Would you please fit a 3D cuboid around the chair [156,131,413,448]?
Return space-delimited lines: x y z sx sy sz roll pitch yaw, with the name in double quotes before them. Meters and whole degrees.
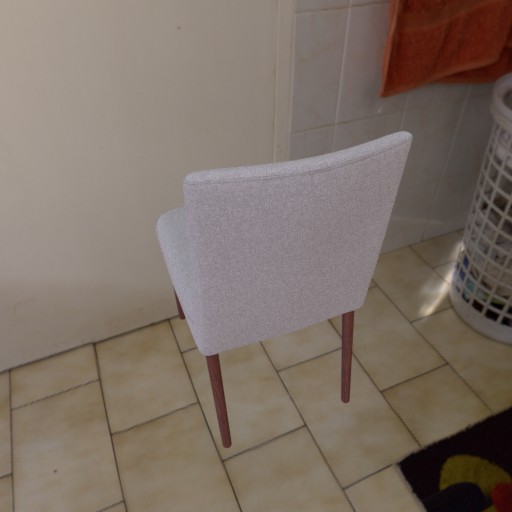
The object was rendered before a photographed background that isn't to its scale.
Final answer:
"chair" 0.000 0.000 1.182 0.456 0.859 0.570 -15 44 -16
